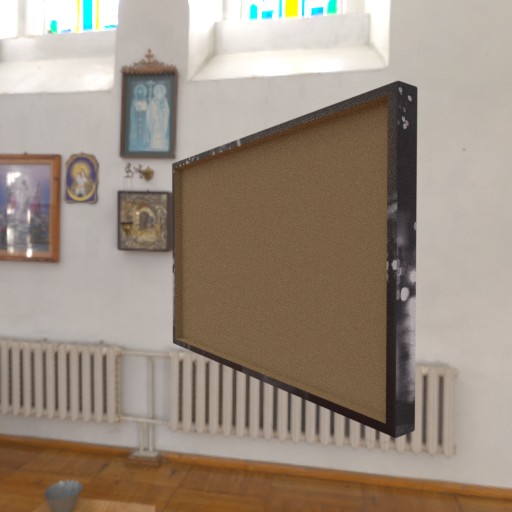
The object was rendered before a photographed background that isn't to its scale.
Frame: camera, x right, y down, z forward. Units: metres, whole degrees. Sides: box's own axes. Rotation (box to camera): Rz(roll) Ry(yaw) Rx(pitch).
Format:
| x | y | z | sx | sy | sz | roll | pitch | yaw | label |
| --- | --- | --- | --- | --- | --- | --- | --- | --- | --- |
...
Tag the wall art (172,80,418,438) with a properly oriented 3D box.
| x | y | z | sx | sy | sz | roll | pitch | yaw | label |
| --- | --- | --- | --- | --- | --- | --- | --- | --- | --- |
| 0.000 | 0.000 | 0.760 | 0.037 | 0.406 | 0.609 | -1 | 1 | -35 | wall art |
